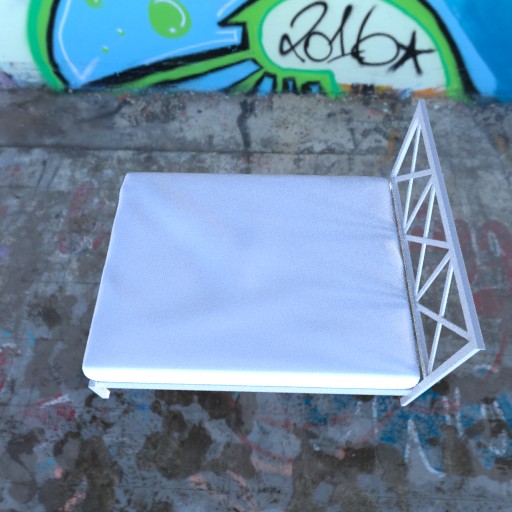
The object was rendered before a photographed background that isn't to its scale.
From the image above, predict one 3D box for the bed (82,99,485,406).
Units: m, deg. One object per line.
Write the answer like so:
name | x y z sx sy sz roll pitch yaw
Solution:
bed | 0.000 0.000 2.998 2.135 1.253 1.673 1 59 1
